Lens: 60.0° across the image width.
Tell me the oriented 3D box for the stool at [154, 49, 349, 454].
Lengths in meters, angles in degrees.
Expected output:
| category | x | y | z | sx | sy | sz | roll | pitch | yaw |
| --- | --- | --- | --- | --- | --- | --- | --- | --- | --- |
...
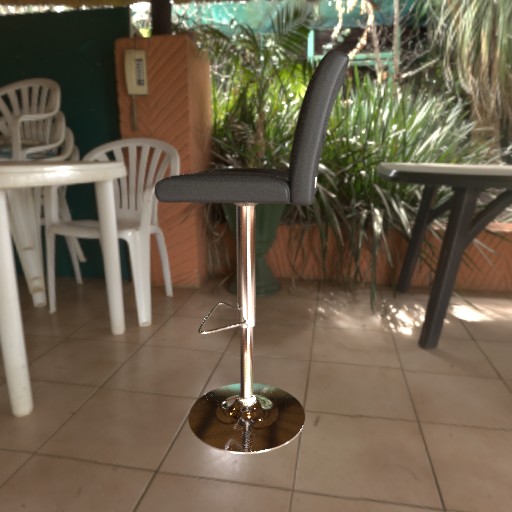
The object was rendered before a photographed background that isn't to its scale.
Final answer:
| category | x | y | z | sx | sy | sz | roll | pitch | yaw |
| --- | --- | --- | --- | --- | --- | --- | --- | --- | --- |
| stool | 0.000 | 0.000 | 1.420 | 0.520 | 1.151 | 0.415 | 2 | 14 | 9 |
